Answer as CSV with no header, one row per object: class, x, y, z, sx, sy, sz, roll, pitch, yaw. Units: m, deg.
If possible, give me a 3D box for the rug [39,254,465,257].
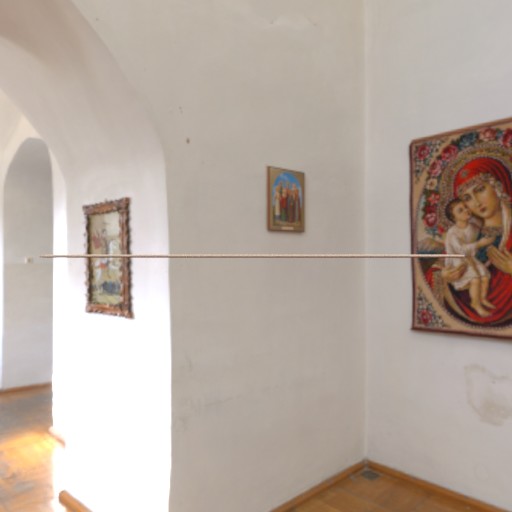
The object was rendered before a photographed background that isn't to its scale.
rug,0.000,0.000,4.074,2.462,0.018,3.039,0,0,1
